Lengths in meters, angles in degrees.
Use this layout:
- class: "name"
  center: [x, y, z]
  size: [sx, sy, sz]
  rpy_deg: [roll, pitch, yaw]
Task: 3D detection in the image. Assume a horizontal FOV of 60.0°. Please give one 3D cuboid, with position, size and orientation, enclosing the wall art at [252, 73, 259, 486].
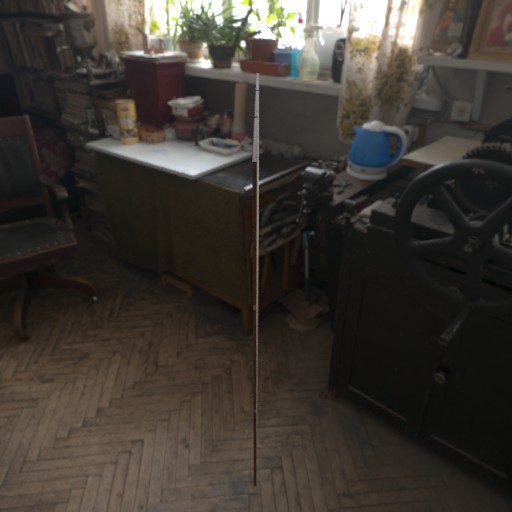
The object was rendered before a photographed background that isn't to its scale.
- class: "wall art"
  center: [0.000, 0.000, 2.287]
  size: [0.019, 1.532, 1.533]
  rpy_deg: [0, 31, 0]
